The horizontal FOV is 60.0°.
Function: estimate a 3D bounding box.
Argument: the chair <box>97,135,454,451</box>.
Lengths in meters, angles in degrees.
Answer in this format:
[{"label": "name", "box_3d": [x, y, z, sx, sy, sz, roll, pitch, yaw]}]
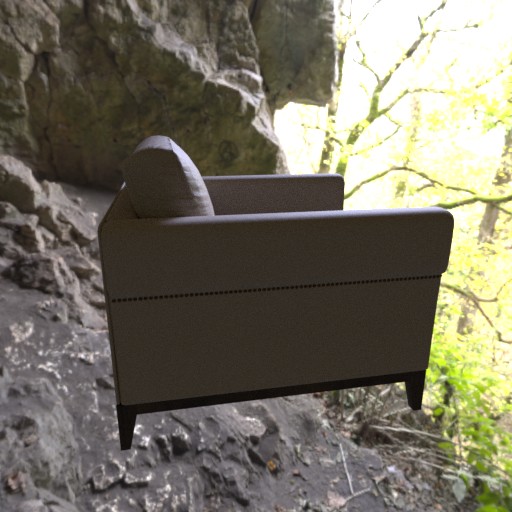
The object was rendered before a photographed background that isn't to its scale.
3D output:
[{"label": "chair", "box_3d": [0.000, 0.000, 1.631, 0.959, 0.838, 0.914, -3, 18, -11]}]
